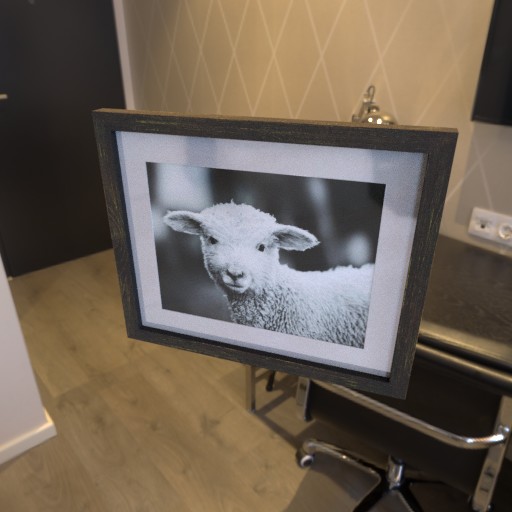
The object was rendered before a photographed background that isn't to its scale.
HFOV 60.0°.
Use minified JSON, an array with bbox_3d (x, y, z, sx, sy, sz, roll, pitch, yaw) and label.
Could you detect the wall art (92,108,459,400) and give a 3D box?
[{"bbox_3d":[0.000,0.000,0.762,0.558,0.457,0.032,9,28,17],"label":"wall art"}]
